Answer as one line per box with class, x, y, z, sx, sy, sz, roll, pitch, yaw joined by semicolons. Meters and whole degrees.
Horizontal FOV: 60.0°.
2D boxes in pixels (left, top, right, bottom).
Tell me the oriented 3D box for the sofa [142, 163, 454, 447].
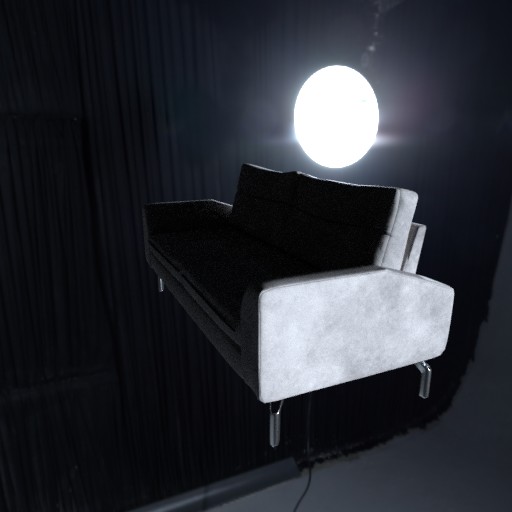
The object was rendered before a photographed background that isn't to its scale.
sofa;0.000;0.000;2.339;0.849;0.859;1.837;-7;17;-24
